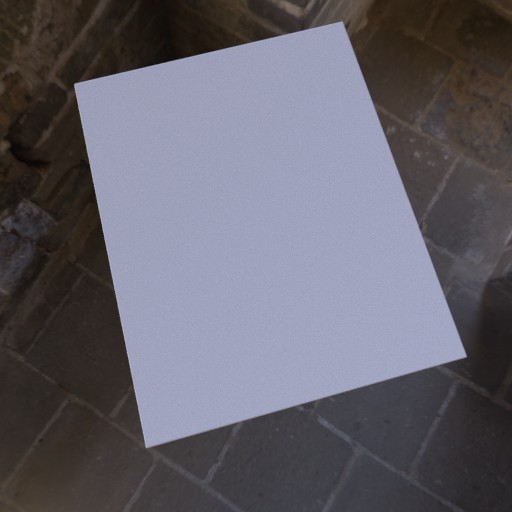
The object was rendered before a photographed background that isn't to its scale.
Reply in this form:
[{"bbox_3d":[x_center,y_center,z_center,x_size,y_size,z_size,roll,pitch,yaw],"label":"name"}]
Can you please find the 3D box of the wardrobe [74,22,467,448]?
[{"bbox_3d":[0.000,0.000,0.838,0.400,0.520,0.500,-15,77,-3],"label":"wardrobe"}]
